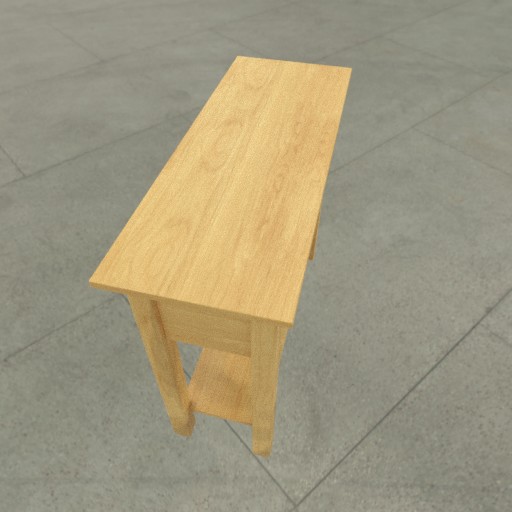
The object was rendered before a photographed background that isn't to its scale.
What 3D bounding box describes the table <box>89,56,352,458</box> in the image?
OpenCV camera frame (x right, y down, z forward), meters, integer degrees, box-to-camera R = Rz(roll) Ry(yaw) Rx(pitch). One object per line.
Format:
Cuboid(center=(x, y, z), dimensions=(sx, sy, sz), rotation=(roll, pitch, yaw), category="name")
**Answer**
Cuboid(center=(0.000, 0.000, 1.259), dimensions=(0.340, 0.728, 0.900), rotation=(10, 48, 10), category="table")
